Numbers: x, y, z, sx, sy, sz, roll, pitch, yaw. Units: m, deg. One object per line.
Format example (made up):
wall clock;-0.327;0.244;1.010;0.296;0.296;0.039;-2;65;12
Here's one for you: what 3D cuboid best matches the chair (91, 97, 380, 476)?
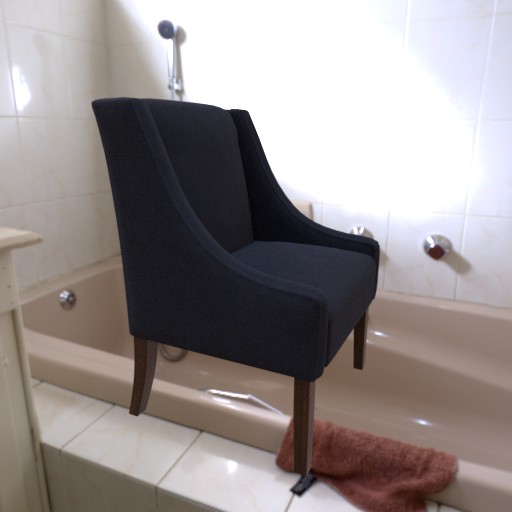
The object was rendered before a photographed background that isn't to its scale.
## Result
chair;0.000;0.000;1.339;0.629;0.895;0.629;8;17;26
